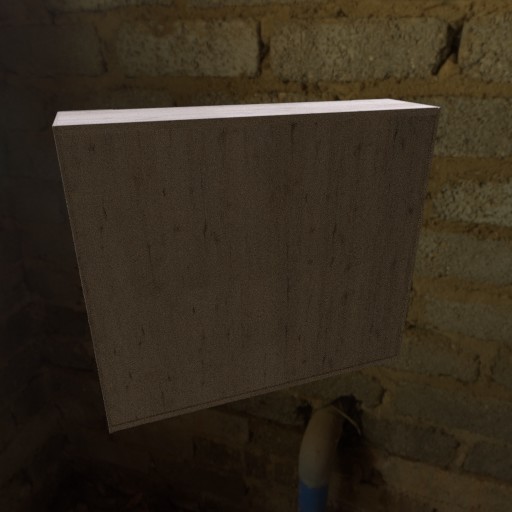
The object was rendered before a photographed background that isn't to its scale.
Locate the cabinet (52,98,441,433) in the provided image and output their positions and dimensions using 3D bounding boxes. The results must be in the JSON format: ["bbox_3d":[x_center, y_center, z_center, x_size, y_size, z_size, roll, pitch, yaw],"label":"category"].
[{"bbox_3d":[0.000,0.000,3.444,2.500,2.180,0.660,-9,26,-18],"label":"cabinet"}]
